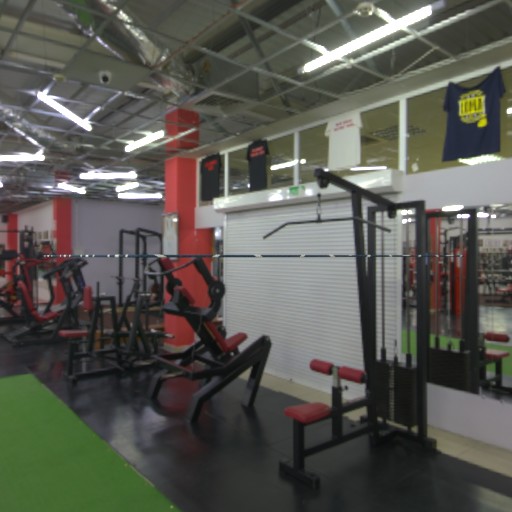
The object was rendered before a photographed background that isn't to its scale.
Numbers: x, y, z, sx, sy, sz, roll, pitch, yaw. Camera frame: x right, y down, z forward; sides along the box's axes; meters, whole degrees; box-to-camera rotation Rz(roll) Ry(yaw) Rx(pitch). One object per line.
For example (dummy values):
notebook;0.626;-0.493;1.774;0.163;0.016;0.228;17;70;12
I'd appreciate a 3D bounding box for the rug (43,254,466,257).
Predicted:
rug;0.000;0.000;2.740;2.134;0.010;1.524;0;0;-37
